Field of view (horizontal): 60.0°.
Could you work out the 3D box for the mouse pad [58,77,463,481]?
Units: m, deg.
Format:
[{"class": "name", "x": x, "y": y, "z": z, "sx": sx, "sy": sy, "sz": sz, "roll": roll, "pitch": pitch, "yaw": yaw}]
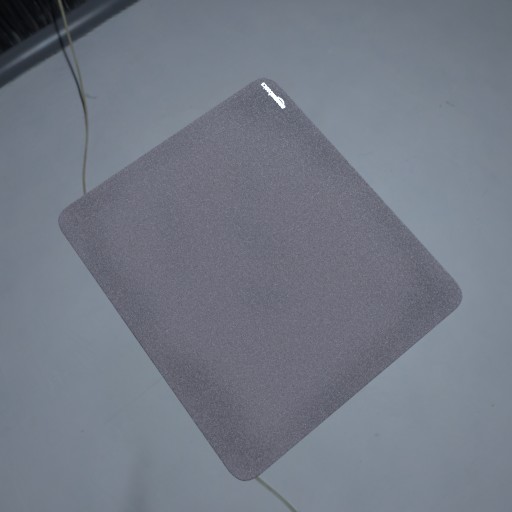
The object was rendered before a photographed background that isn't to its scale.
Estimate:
[{"class": "mouse pad", "x": 0.000, "y": 0.000, "z": 0.622, "sx": 0.393, "sy": 0.002, "sz": 0.451, "roll": -37, "pitch": 79, "yaw": -9}]
